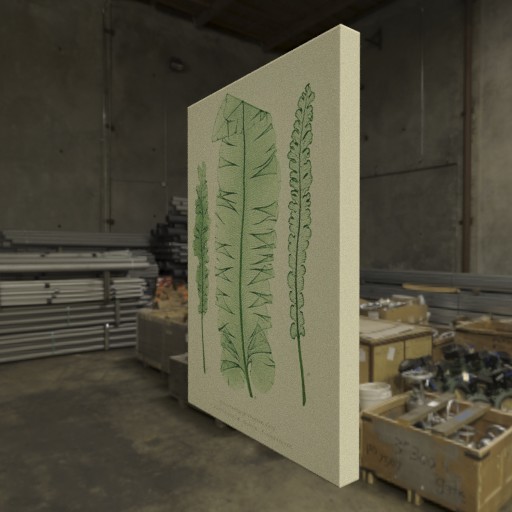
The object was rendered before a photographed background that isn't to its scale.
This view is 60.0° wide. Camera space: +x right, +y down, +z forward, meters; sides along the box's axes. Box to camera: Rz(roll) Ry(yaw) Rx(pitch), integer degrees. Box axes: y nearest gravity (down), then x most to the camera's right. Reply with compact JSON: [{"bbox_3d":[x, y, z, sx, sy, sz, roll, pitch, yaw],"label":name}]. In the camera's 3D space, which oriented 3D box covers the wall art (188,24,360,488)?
[{"bbox_3d":[0.000,0.000,0.760,0.038,0.608,0.418,0,1,-37],"label":"wall art"}]
